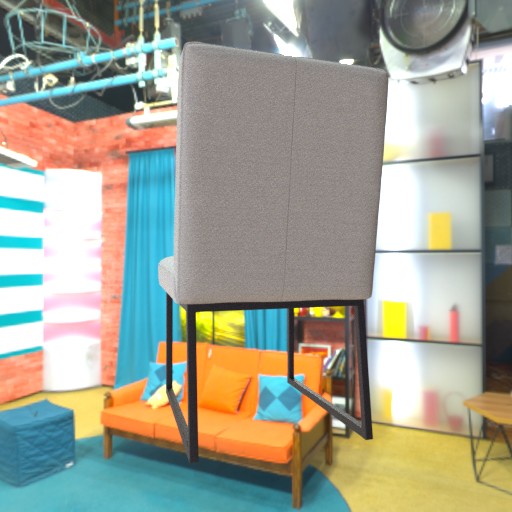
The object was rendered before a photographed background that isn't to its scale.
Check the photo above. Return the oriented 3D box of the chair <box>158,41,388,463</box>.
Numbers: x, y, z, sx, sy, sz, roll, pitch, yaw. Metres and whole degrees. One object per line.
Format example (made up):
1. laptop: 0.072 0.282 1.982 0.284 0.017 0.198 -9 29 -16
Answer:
1. chair: 0.000 0.000 1.302 0.520 0.930 0.634 0 -1 -17
